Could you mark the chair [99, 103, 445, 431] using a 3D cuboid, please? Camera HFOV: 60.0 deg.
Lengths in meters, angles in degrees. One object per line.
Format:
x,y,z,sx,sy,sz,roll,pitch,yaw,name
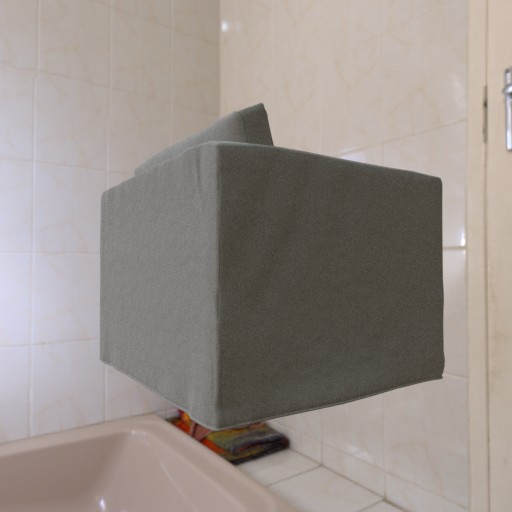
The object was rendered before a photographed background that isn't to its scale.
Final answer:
0.000,0.000,1.726,0.949,0.863,1.057,1,-1,-34,chair
